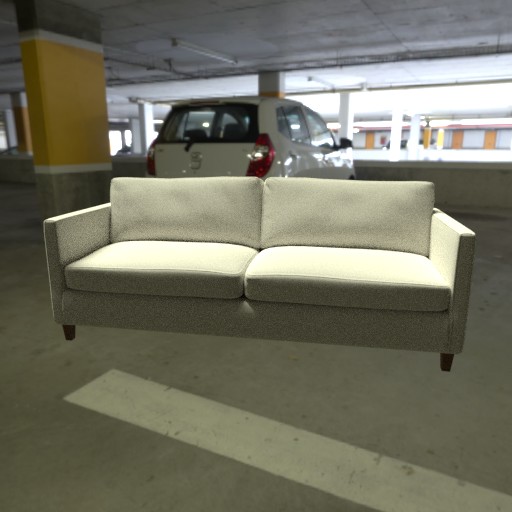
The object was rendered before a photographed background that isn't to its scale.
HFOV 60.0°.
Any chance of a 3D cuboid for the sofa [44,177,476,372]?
[{"bbox_3d":[0.000,0.000,2.834,2.361,0.962,0.951,2,14,10],"label":"sofa"}]
